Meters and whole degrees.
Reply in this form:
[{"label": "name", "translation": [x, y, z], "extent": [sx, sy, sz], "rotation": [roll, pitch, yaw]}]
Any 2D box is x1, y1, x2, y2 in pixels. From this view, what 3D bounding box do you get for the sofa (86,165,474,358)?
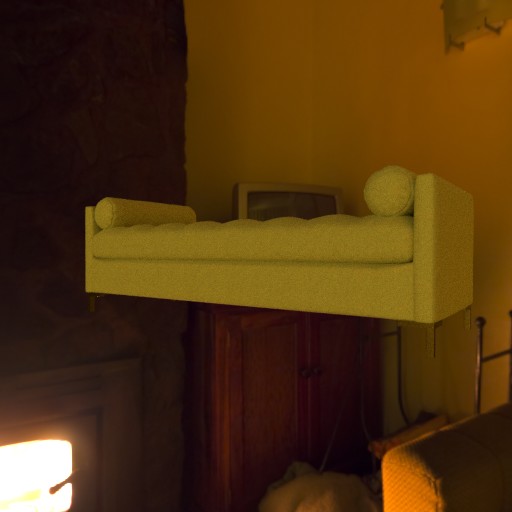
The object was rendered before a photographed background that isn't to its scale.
[{"label": "sofa", "translation": [0.000, 0.000, 2.463], "extent": [2.102, 0.705, 0.796], "rotation": [0, 1, 35]}]
